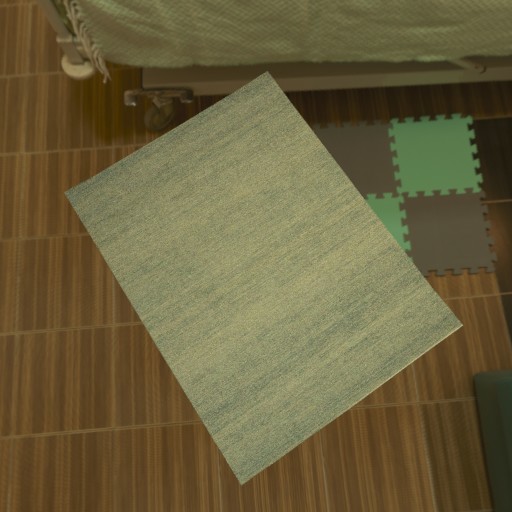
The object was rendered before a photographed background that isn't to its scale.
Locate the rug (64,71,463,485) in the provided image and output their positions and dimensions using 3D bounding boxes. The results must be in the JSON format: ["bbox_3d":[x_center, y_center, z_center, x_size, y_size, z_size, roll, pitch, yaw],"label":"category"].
[{"bbox_3d":[0.000,0.000,4.250,2.461,0.046,3.237,-33,79,-7],"label":"rug"}]
